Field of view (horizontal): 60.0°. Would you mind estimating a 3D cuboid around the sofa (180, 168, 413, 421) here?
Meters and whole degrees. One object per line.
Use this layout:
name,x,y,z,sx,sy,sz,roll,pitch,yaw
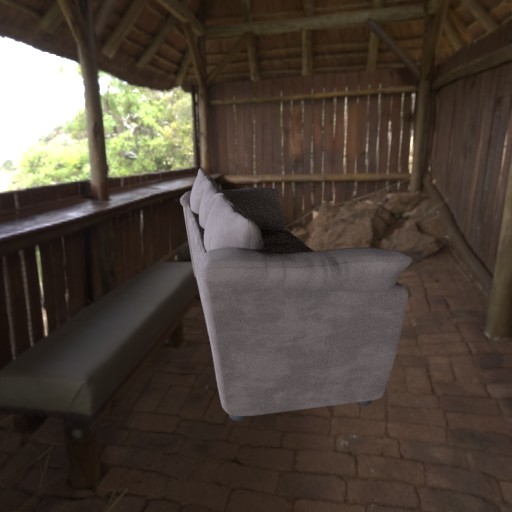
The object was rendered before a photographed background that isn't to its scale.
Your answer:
sofa,0.000,0.000,2.888,0.893,0.981,2.377,-3,16,-11
